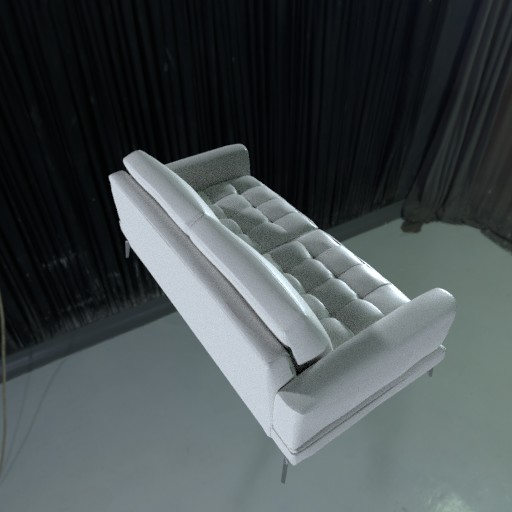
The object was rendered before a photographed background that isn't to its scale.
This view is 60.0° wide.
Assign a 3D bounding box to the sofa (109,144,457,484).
[{"bbox_3d":[0.000,0.000,2.751,1.121,0.930,2.177,-24,46,-25],"label":"sofa"}]
